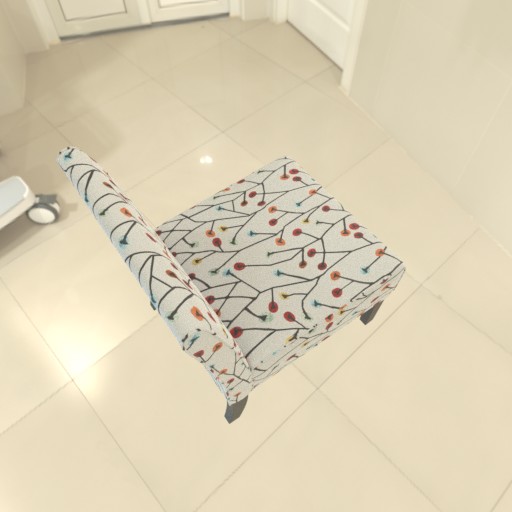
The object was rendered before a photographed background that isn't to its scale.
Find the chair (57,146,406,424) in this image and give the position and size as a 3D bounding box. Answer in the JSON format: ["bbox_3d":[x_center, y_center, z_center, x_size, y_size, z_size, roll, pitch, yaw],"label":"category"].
[{"bbox_3d":[0.000,0.000,1.338,0.732,0.813,0.597,-31,62,-19],"label":"chair"}]
